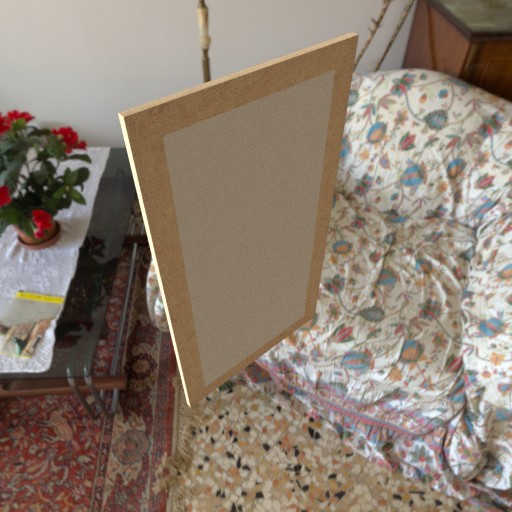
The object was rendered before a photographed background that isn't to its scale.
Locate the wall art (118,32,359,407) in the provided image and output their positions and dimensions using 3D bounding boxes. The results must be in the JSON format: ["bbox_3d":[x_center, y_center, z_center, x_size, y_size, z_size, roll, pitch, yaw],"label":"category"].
[{"bbox_3d":[0.000,0.000,0.808,0.381,0.683,0.013,-31,53,-27],"label":"wall art"}]
